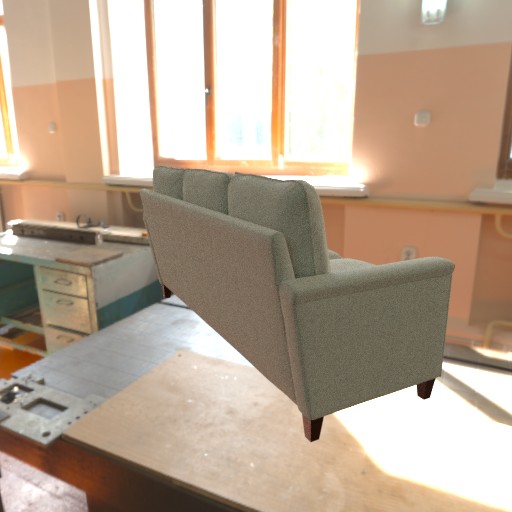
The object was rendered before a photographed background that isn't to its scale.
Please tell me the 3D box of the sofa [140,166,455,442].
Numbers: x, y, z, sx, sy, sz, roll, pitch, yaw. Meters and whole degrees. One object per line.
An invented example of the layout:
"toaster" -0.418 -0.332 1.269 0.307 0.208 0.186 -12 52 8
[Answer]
"sofa" 0.000 0.000 2.443 0.828 0.961 1.925 -7 16 -27
